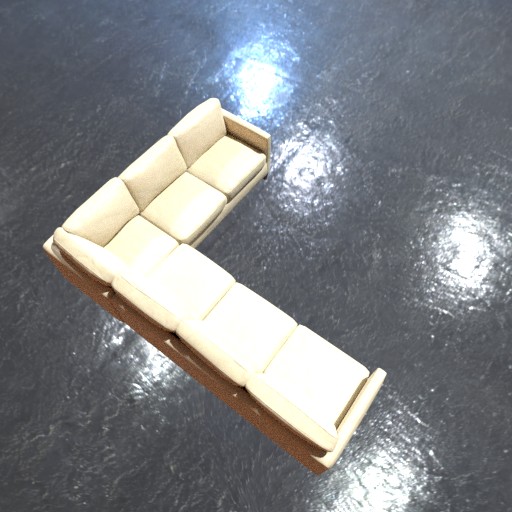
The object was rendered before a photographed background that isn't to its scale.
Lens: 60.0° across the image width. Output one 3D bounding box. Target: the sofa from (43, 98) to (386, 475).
[{"bbox_3d":[0.000,0.000,4.495,3.302,0.947,2.593,33,65,18],"label":"sofa"}]
